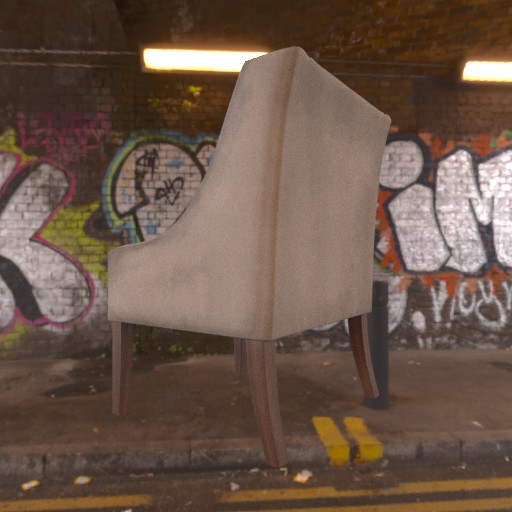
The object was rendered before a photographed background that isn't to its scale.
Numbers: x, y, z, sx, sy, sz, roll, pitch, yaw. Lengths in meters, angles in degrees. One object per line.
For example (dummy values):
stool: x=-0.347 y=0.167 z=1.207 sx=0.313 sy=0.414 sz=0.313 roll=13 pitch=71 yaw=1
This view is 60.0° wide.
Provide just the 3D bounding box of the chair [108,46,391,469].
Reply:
chair: x=0.000 y=0.000 z=1.335 sx=0.629 sy=0.895 sz=0.629 roll=0 pitch=0 yaw=35
